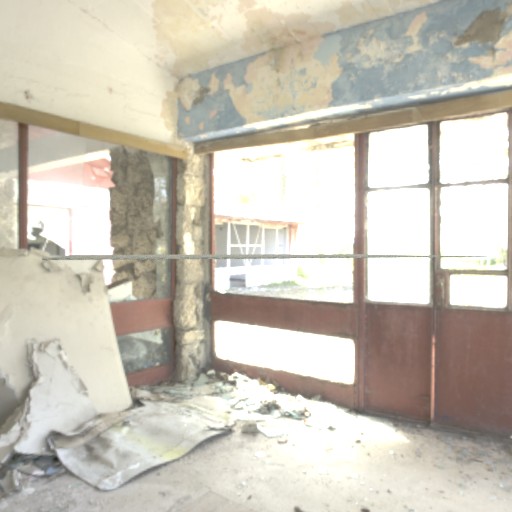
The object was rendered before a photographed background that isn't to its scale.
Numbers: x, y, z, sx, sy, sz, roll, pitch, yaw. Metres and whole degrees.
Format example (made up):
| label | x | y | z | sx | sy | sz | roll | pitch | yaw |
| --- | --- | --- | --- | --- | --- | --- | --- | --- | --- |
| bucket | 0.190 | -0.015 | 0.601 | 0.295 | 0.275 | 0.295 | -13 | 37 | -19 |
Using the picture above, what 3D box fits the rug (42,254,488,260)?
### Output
| label | x | y | z | sx | sy | sz | roll | pitch | yaw |
| --- | --- | --- | --- | --- | --- | --- | --- | --- | --- |
| rug | 0.000 | 0.000 | 3.016 | 2.441 | 0.008 | 1.526 | 0 | 1 | -18 |
